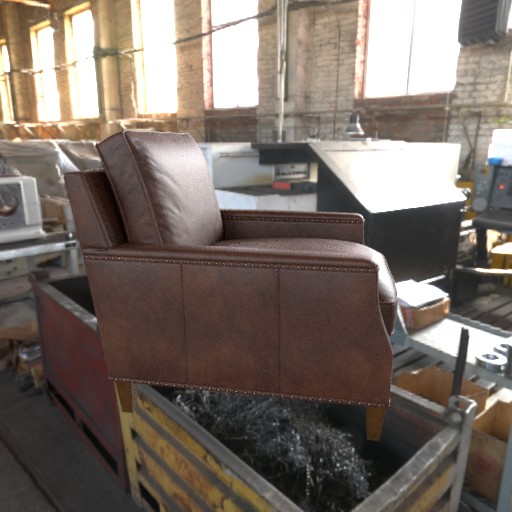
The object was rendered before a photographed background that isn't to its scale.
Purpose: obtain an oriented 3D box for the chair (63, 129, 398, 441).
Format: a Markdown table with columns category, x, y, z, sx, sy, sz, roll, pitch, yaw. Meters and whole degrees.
| category | x | y | z | sx | sy | sz | roll | pitch | yaw |
| --- | --- | --- | --- | --- | --- | --- | --- | --- | --- |
| chair | 0.000 | 0.000 | 1.705 | 1.014 | 0.929 | 0.853 | 3 | 15 | 10 |
